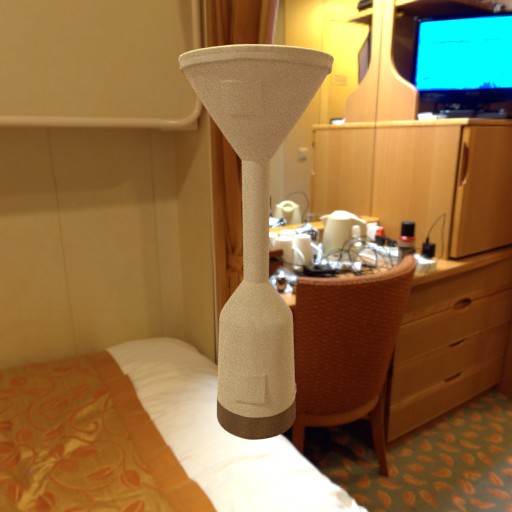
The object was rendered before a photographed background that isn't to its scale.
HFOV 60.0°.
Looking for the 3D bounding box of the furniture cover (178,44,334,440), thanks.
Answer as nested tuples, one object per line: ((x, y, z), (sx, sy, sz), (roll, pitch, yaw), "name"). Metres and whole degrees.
((0.000, 0.000, 2.936), (0.914, 2.413, 0.914), (3, 15, 9), "furniture cover")
